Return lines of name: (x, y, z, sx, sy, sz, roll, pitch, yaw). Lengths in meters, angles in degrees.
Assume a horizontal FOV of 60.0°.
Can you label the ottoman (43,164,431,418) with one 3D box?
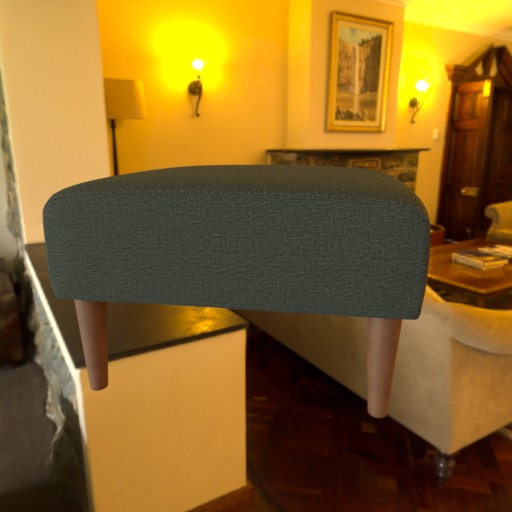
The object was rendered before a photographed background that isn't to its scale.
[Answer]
ottoman: (0.000, 0.000, 1.021, 0.649, 0.398, 0.650, 2, 14, 9)
